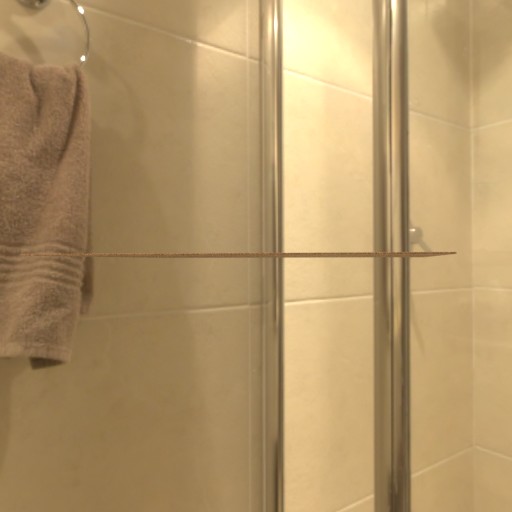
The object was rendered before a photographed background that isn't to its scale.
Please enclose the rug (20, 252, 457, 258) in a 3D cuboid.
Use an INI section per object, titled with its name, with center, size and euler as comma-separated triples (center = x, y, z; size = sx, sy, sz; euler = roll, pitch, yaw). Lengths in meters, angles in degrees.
[rug]
center = 0.000, 0.000, 4.252
size = 3.205, 0.013, 2.448
euler = 0, -1, 17
